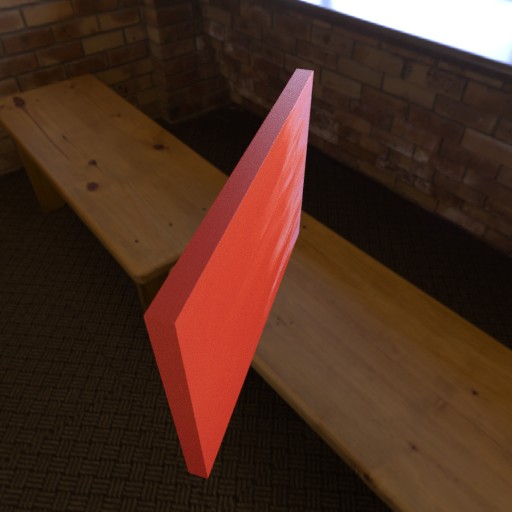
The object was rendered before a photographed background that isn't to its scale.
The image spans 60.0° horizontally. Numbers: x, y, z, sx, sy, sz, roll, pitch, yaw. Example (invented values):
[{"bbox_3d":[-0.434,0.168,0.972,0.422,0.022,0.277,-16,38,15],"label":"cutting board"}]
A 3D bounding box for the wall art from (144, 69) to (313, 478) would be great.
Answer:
[{"bbox_3d":[0.000,0.000,0.764,0.033,0.405,0.607,13,46,12],"label":"wall art"}]
